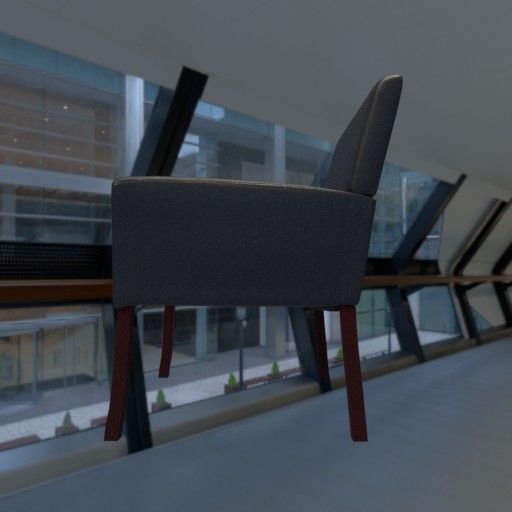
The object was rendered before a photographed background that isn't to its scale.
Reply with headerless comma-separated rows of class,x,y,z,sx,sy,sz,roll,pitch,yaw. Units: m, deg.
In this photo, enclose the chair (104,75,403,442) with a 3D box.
chair,0.000,0.000,1.454,0.772,0.951,0.683,0,-1,0
